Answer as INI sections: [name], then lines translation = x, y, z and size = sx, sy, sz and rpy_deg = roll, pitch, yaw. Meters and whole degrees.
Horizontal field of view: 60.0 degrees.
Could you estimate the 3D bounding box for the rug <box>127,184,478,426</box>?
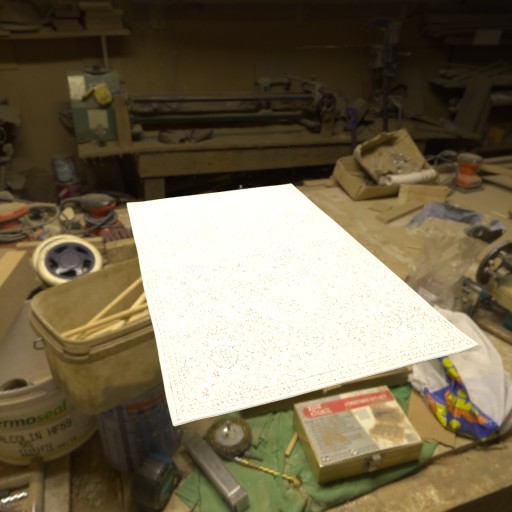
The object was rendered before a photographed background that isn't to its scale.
[rug]
translation = 0.000, 0.000, 2.986
size = 1.518, 0.023, 2.434
rpy_deg = -9, 31, -16
